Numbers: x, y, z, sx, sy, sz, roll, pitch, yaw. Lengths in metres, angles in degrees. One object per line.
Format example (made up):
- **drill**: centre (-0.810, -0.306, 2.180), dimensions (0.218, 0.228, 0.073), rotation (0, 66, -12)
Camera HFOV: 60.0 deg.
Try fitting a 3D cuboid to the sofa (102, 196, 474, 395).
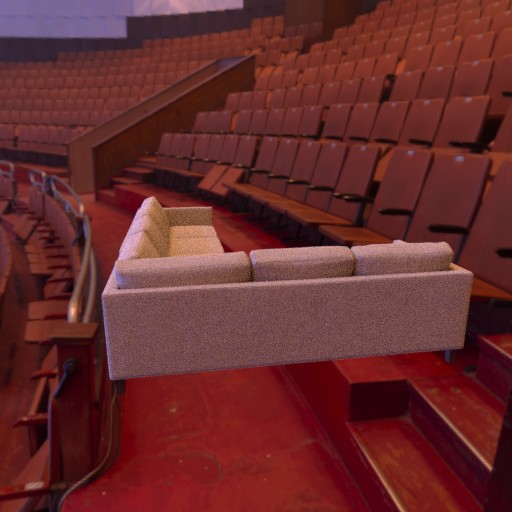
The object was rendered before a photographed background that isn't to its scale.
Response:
- **sofa**: centre (0.000, 0.000, 4.340), dimensions (2.432, 0.863, 3.182), rotation (-3, 16, -10)
